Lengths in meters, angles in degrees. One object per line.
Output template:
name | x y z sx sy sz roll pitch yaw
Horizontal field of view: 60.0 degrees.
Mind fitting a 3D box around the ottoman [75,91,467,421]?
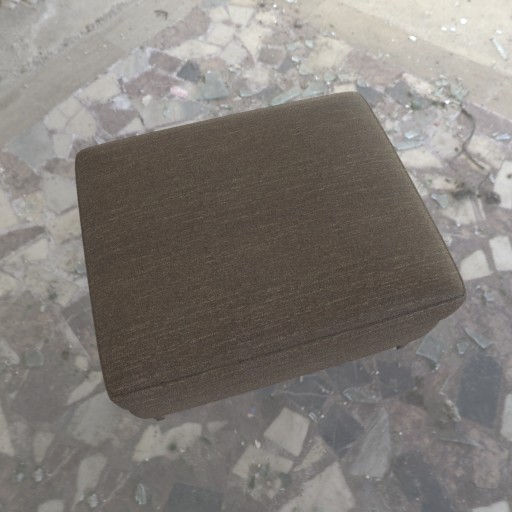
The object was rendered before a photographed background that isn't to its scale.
ottoman | 0.000 0.000 1.219 0.820 0.490 0.671 -15 64 -7
